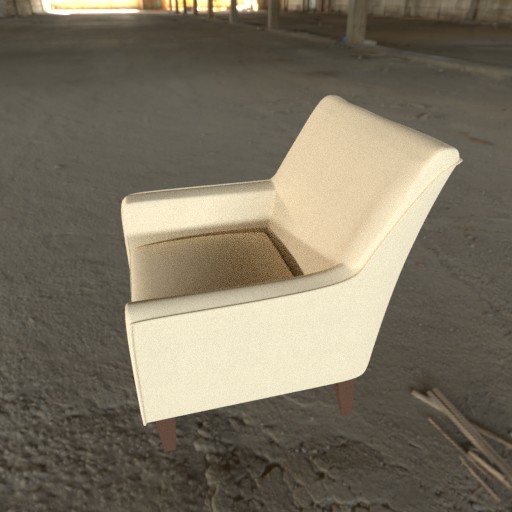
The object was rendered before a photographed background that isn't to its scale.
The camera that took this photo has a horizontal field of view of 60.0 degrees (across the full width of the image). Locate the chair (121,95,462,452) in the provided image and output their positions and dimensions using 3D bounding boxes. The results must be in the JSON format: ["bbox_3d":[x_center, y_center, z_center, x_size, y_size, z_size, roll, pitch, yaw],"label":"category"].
[{"bbox_3d":[0.000,0.000,1.549,0.899,0.919,0.780,-8,31,-13],"label":"chair"}]
